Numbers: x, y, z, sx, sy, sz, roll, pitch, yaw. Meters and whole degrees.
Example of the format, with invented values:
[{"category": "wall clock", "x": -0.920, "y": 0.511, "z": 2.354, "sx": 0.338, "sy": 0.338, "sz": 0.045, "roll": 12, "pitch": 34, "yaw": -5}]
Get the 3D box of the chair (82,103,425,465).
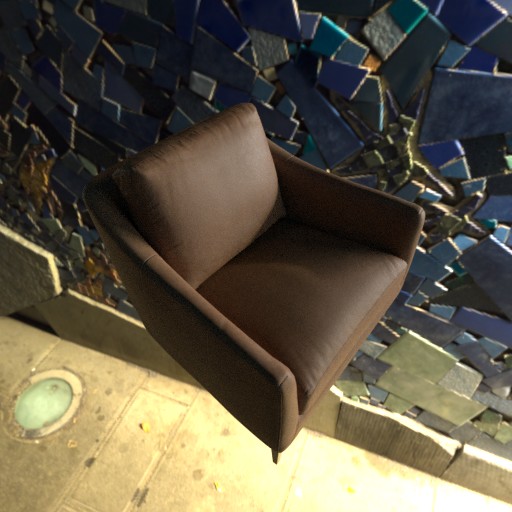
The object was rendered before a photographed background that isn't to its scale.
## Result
[{"category": "chair", "x": 0.000, "y": 0.000, "z": 1.723, "sx": 0.963, "sy": 0.895, "sz": 0.988, "roll": 27, "pitch": 48, "yaw": 27}]
